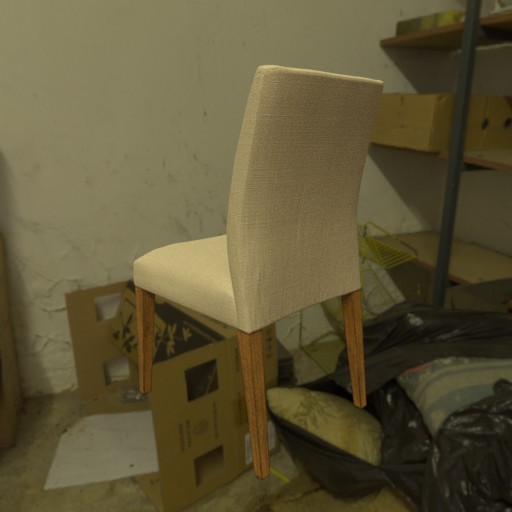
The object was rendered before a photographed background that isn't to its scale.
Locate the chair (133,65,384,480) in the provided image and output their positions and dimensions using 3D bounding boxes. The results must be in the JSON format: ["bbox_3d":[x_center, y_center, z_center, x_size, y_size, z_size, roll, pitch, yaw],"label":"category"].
[{"bbox_3d":[0.000,0.000,1.282,0.496,0.940,0.585,-14,21,-41],"label":"chair"}]
